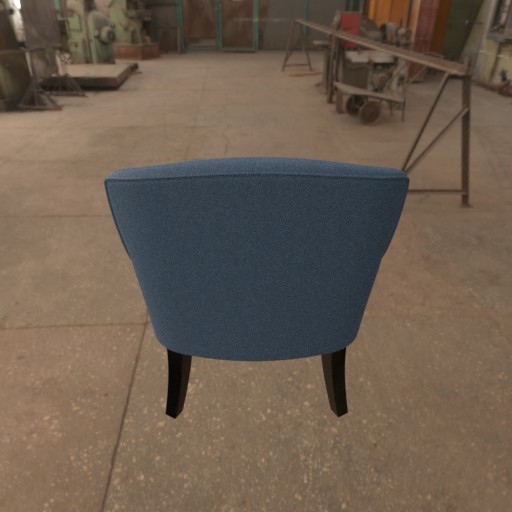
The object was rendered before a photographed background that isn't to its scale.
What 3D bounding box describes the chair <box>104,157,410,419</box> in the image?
[{"bbox_3d":[0.000,0.000,1.449,0.770,0.878,0.754,0,30,-1],"label":"chair"}]
